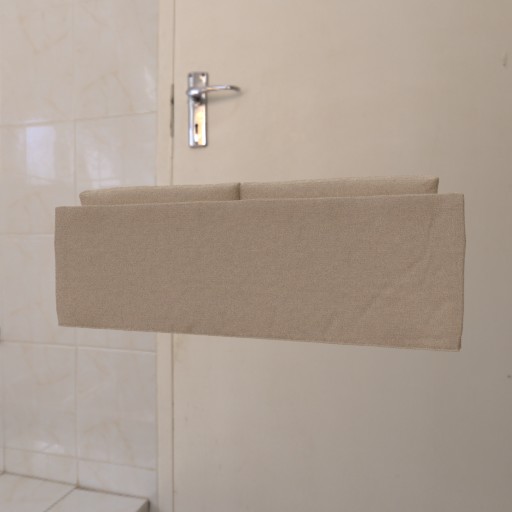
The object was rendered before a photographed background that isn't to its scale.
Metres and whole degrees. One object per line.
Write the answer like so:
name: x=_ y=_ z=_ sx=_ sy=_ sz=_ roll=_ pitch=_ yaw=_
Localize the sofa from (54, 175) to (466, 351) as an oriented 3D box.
sofa: x=0.000 y=0.000 z=2.790 sx=2.312 sy=0.853 sz=0.962 roll=0 pitch=1 yaw=18
